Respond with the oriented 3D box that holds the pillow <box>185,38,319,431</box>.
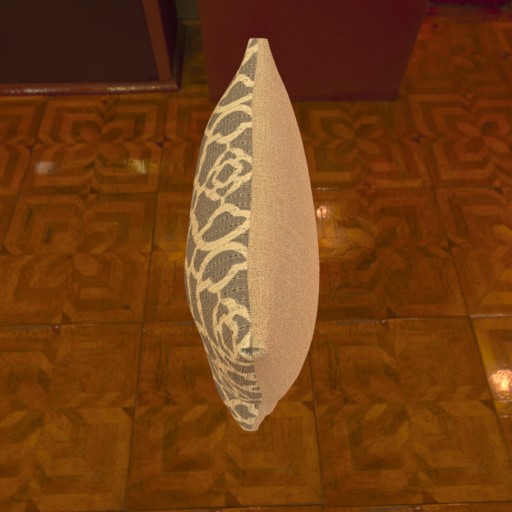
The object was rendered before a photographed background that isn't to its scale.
[{"bbox_3d":[0.000,0.000,0.769,0.215,0.498,0.508,1,60,0],"label":"pillow"}]
